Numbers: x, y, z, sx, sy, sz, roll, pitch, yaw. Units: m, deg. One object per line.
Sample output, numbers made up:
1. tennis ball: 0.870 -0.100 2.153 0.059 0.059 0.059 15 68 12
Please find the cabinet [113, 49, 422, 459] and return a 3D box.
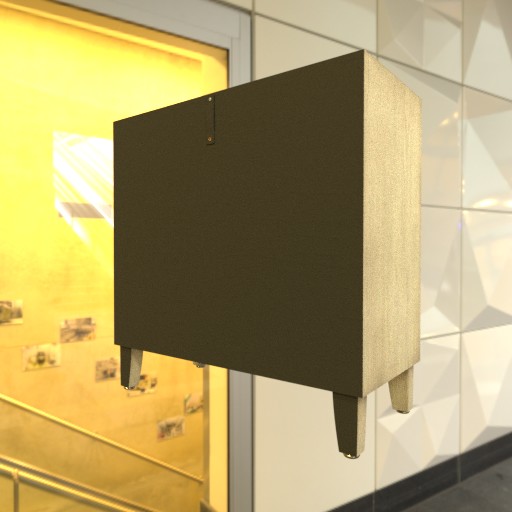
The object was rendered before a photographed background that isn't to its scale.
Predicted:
1. cabinet: 0.000 0.000 1.215 0.781 0.787 0.370 1 1 37
